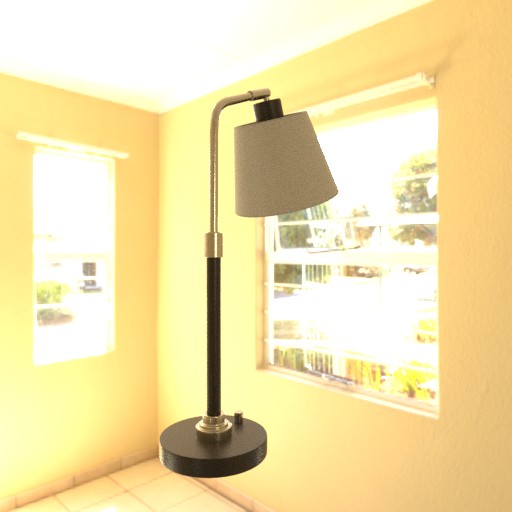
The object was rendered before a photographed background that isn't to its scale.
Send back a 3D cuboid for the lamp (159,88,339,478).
[{"bbox_3d":[0.000,0.000,0.691,0.181,0.539,0.348,0,1,36],"label":"lamp"}]
